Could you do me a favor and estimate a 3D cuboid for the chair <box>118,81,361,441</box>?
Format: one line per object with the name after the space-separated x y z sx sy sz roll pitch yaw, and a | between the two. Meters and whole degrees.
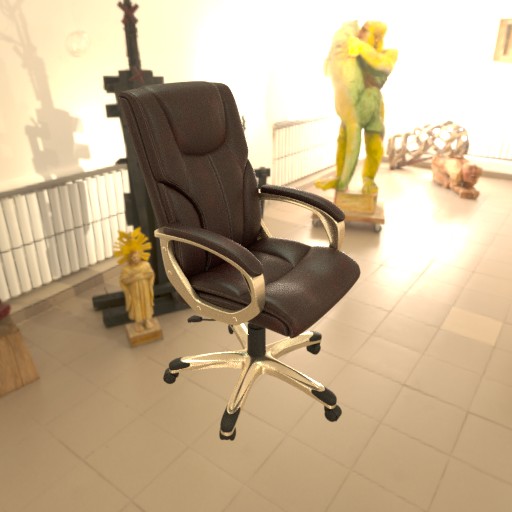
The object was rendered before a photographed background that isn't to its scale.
0.000 0.000 1.551 0.739 1.107 0.662 17 30 32 | chair
